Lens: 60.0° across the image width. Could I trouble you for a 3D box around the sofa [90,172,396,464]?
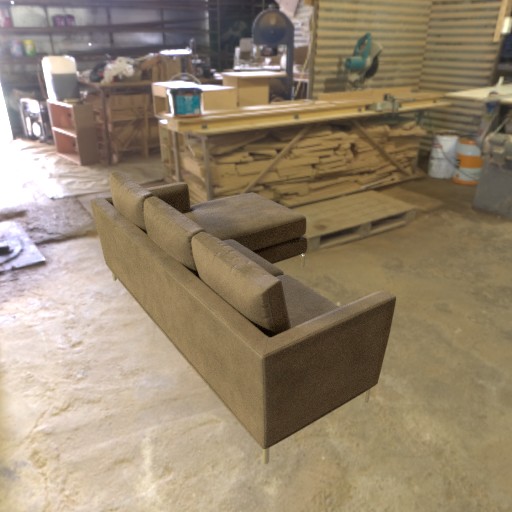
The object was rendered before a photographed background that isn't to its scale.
[{"bbox_3d":[0.000,0.000,3.239,1.622,0.987,2.438,-17,31,-31],"label":"sofa"}]
